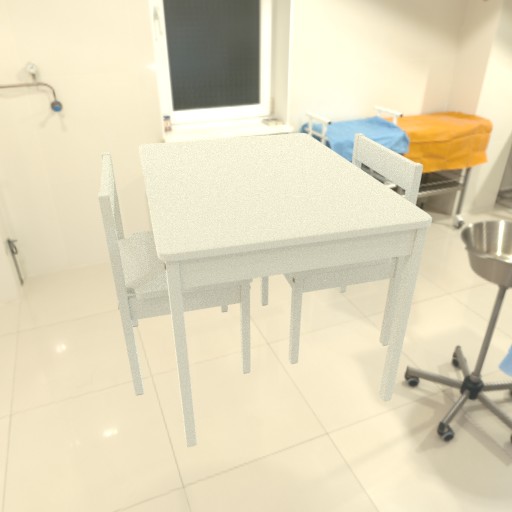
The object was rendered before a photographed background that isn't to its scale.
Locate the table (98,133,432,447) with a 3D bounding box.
[{"bbox_3d":[0.000,0.000,1.118,0.672,0.503,0.650,-8,30,-14],"label":"table"}]
